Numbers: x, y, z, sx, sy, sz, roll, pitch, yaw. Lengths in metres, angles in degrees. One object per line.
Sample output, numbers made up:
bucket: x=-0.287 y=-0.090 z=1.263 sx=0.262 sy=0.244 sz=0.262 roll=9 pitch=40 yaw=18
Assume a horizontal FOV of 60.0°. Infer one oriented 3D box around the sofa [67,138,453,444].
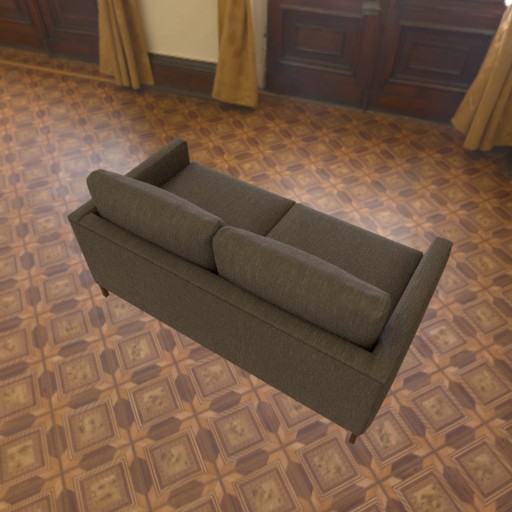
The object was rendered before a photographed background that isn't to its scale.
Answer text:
sofa: x=0.000 y=0.000 z=2.261 sx=1.682 sy=0.840 sz=0.875 roll=25 pitch=52 yaw=22
